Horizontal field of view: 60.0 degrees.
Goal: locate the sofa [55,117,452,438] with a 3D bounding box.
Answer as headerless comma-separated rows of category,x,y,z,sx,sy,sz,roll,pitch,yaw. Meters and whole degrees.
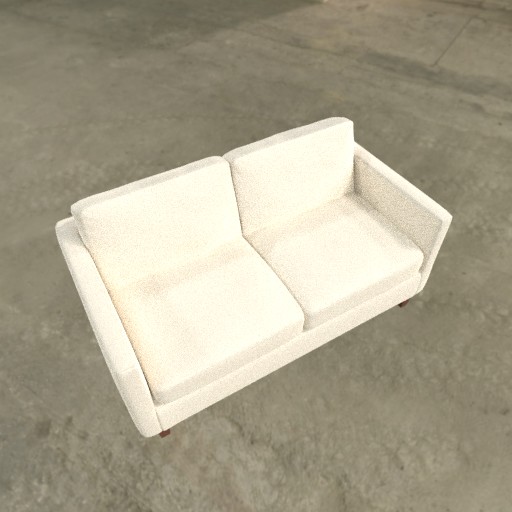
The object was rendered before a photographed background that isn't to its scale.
sofa,0.000,0.000,2.283,1.702,0.888,0.964,-23,51,-20
